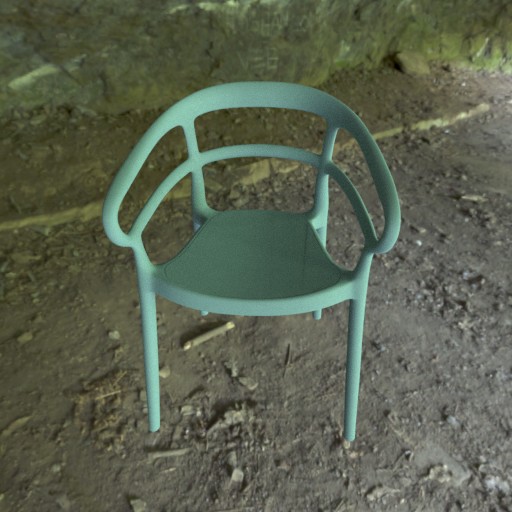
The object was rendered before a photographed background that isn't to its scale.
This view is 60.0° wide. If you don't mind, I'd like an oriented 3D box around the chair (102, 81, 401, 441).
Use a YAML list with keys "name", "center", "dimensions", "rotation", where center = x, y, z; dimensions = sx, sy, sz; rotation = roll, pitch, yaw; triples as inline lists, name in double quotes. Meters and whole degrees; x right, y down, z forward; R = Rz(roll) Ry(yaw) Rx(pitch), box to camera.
- name: "chair"
  center: [0.000, 0.000, 1.133]
  dimensions: [0.559, 0.761, 0.527]
  rotation: [2, 30, 3]
